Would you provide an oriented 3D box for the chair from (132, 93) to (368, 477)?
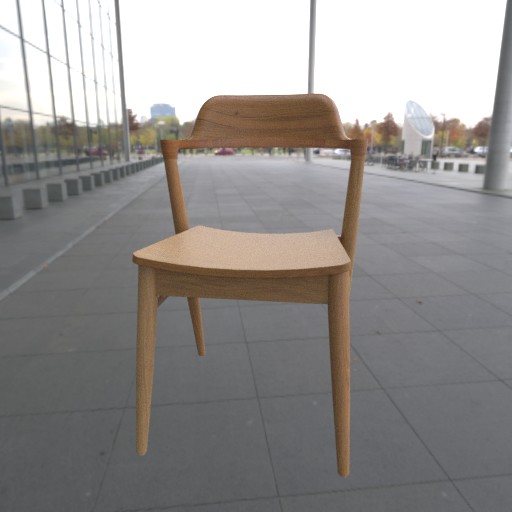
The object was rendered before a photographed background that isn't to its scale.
[{"bbox_3d":[0.000,0.000,1.075,0.512,0.792,0.499,2,14,8],"label":"chair"}]
